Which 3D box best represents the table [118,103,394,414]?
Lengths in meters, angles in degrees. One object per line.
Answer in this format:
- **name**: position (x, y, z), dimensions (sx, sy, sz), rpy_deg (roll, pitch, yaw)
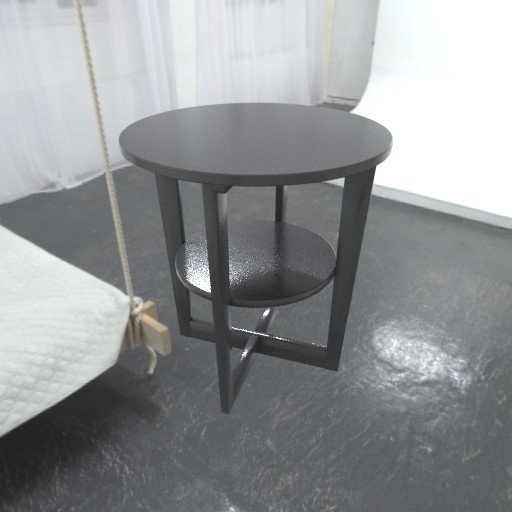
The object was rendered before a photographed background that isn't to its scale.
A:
- **table**: position (0.000, 0.000, 0.971), dimensions (0.500, 0.550, 0.500), rpy_deg (0, 30, 0)
